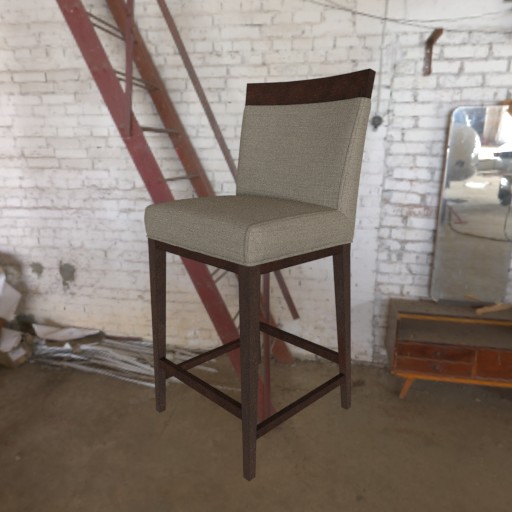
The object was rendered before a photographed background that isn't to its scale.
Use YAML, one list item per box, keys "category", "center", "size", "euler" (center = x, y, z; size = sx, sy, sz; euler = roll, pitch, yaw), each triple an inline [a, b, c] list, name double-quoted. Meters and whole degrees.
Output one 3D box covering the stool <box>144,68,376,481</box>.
- category: "stool"
  center: [0.000, 0.000, 1.431]
  size: [0.531, 1.117, 0.511]
  euler: [-14, 21, -43]
